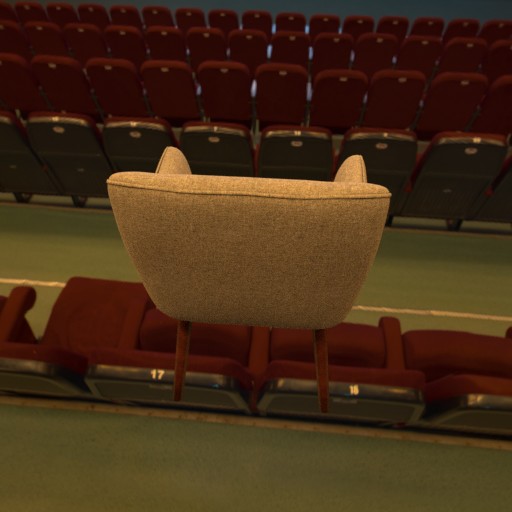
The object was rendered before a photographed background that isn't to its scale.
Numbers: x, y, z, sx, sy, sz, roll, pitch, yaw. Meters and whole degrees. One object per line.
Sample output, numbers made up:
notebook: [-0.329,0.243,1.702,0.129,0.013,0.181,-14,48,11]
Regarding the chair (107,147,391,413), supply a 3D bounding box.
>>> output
chair: [0.000,0.000,1.143,0.543,0.803,0.519,3,46,3]
